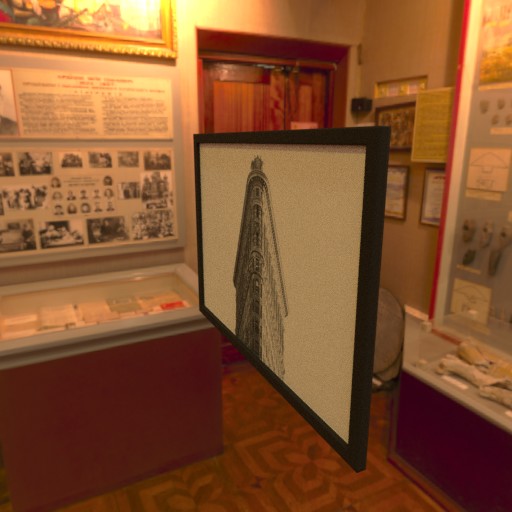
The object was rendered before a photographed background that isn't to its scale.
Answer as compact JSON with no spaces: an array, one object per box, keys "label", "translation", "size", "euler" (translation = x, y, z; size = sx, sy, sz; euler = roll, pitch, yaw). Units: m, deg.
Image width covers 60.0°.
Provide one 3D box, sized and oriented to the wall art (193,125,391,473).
[{"label":"wall art","translation":[0.000,0.000,1.212],"size":[0.026,0.656,0.958],"euler":[-7,16,-25]}]
